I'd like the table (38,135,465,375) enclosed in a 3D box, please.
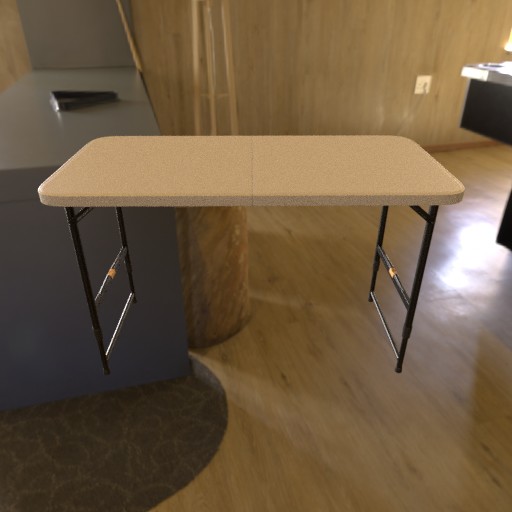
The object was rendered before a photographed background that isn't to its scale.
[{"bbox_3d":[0.000,0.000,1.653,1.245,0.737,0.611,0,30,0],"label":"table"}]
